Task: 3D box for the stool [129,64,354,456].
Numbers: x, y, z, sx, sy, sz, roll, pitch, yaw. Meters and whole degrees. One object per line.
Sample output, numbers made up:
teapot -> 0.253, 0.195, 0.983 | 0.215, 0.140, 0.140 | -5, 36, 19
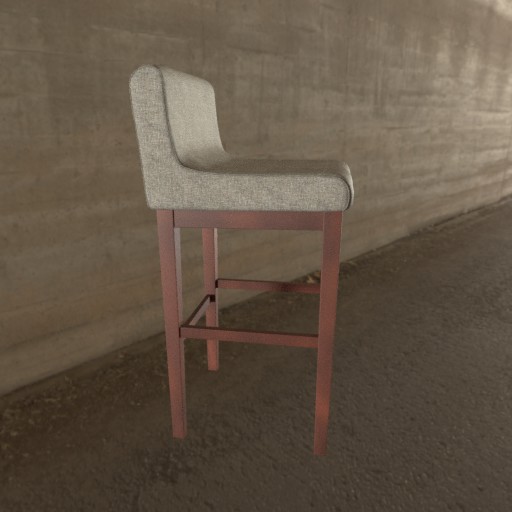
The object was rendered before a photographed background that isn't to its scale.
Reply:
stool -> 0.000, 0.000, 1.243 | 0.499, 0.965, 0.426 | 3, 17, 10
